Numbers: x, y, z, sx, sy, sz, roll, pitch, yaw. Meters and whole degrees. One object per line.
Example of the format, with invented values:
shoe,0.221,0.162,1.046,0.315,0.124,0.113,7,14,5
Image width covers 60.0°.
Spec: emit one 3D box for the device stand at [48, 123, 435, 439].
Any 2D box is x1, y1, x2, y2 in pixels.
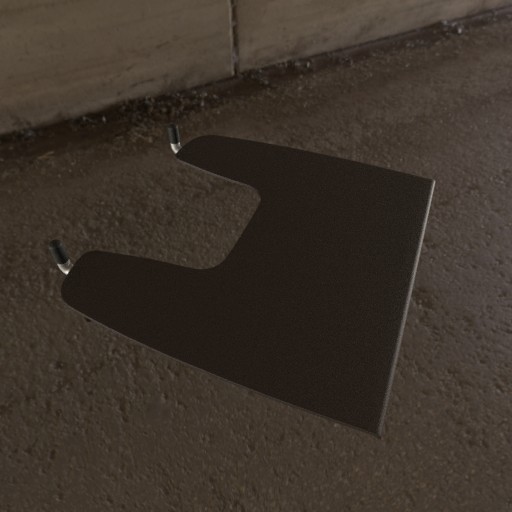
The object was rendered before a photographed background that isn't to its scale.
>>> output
device stand,0.000,0.000,0.344,0.230,0.092,0.230,17,49,15
